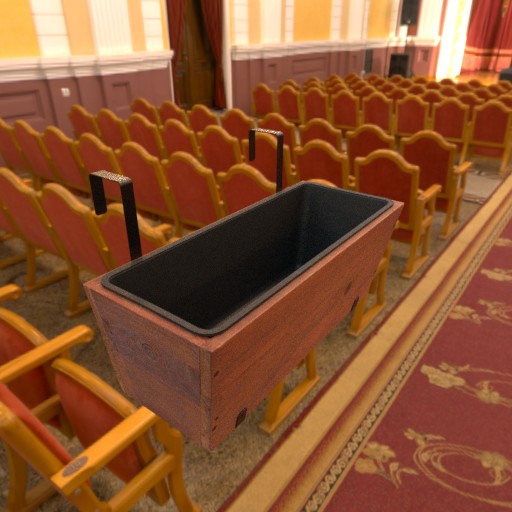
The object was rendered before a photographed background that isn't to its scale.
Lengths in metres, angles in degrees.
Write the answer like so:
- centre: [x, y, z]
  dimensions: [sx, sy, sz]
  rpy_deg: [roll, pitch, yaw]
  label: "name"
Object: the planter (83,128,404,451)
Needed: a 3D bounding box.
- centre: [0.000, 0.000, 0.661]
  dimensions: [0.262, 0.289, 0.480]
  rpy_deg: [19, 33, 32]
  label: "planter"
